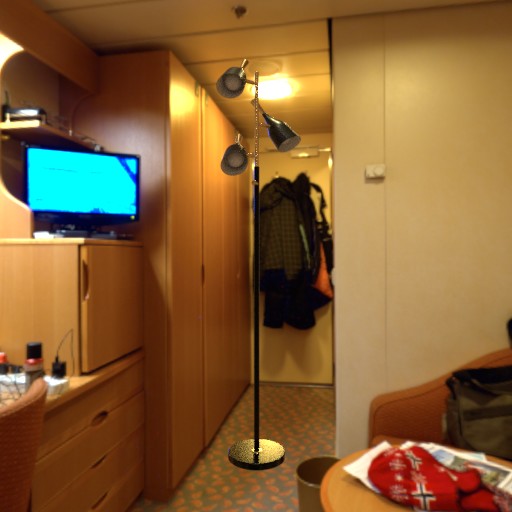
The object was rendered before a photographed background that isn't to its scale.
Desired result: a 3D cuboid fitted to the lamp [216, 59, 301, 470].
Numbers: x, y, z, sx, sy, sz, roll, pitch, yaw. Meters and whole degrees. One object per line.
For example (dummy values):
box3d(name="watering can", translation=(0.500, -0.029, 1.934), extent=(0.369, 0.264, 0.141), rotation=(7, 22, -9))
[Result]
box3d(name="lamp", translation=(0.000, 0.000, 1.958), extent=(0.434, 1.778, 0.253), rotation=(0, 0, -36))
